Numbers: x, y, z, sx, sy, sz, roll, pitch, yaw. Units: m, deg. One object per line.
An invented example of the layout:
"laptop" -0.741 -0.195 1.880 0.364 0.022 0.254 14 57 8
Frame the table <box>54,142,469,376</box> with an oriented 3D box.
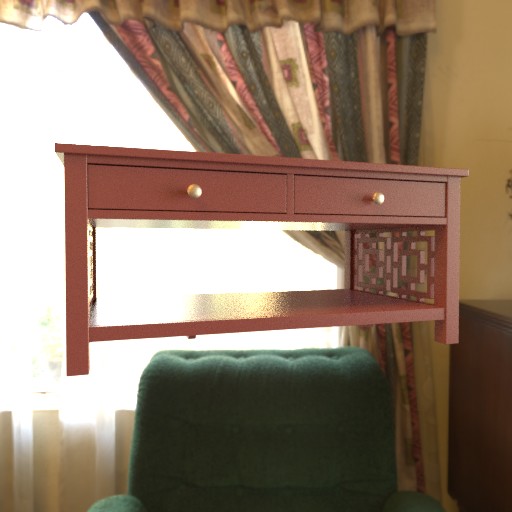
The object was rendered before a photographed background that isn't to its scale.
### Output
"table" 0.000 0.000 1.365 1.068 0.493 0.612 0 2 -18
